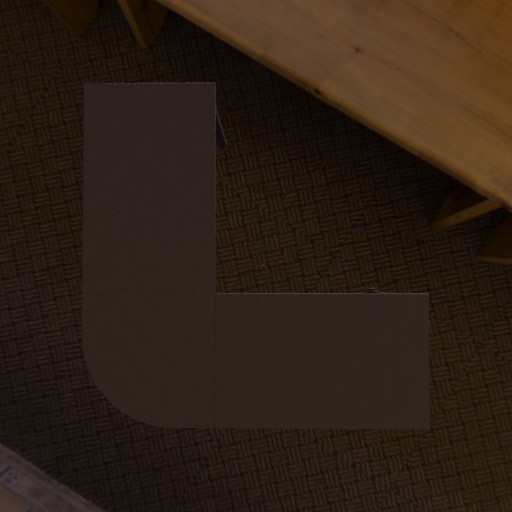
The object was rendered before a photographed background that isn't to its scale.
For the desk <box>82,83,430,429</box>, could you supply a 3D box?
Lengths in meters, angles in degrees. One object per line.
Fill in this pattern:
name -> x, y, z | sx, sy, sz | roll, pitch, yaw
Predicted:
desk -> 0.000, 0.000, 2.174 | 1.400, 0.762, 1.400 | 0, 89, 1
